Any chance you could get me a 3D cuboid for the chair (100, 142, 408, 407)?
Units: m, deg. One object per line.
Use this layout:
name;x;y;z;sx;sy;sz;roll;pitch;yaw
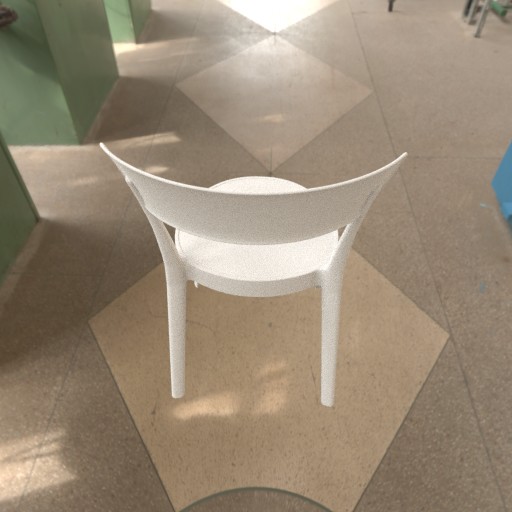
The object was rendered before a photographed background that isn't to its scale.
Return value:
chair;0.000;0.000;1.086;0.506;0.790;0.491;2;47;2
